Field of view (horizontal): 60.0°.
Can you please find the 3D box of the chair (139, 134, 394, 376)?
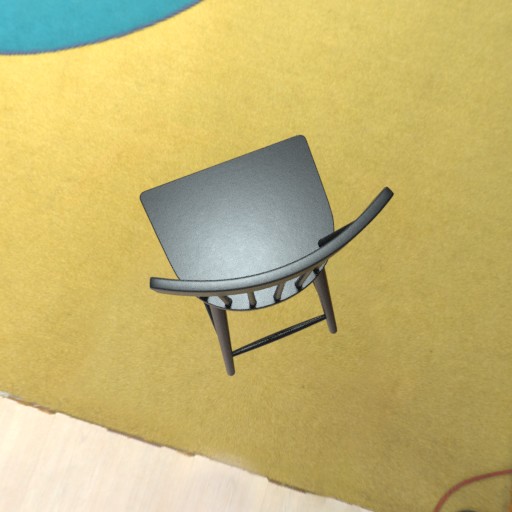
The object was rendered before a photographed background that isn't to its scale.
[{"bbox_3d":[0.000,0.000,1.271,0.483,0.952,0.572,-21,77,-5],"label":"chair"}]
